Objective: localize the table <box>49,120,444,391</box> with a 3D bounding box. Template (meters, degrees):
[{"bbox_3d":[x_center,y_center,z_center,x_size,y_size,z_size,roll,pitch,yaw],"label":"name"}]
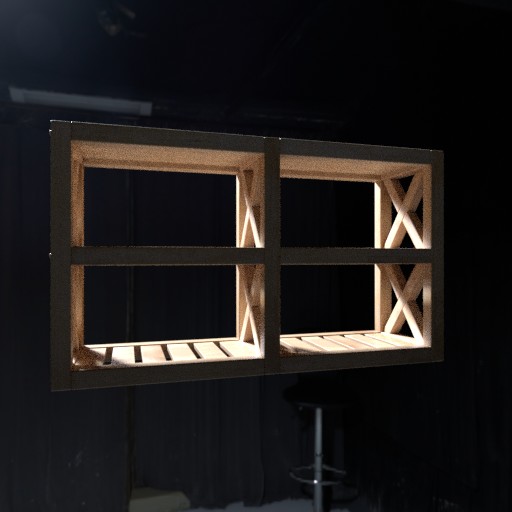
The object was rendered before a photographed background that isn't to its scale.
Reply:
[{"bbox_3d":[0.000,0.000,1.605,1.320,0.762,0.381,0,0,-16],"label":"table"}]
